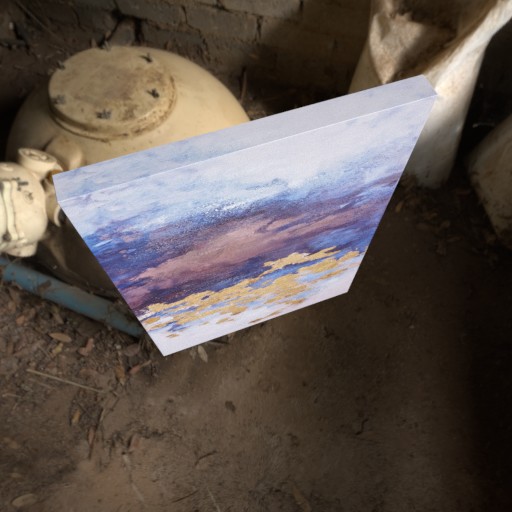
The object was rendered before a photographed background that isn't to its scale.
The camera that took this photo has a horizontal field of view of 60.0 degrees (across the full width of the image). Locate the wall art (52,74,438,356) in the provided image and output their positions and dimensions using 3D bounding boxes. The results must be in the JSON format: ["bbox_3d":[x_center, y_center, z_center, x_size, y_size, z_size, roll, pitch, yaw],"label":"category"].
[{"bbox_3d":[0.000,0.000,0.742,0.437,0.581,0.036,-18,64,-9],"label":"wall art"}]
